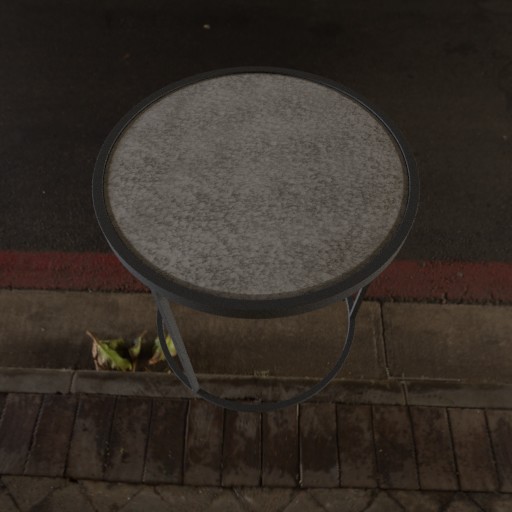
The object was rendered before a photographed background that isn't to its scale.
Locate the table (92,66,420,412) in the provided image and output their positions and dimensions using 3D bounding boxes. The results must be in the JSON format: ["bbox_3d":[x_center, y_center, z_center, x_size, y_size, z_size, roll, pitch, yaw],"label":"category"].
[{"bbox_3d":[0.000,0.000,0.857,0.470,0.498,0.470,0,57,0],"label":"table"}]
